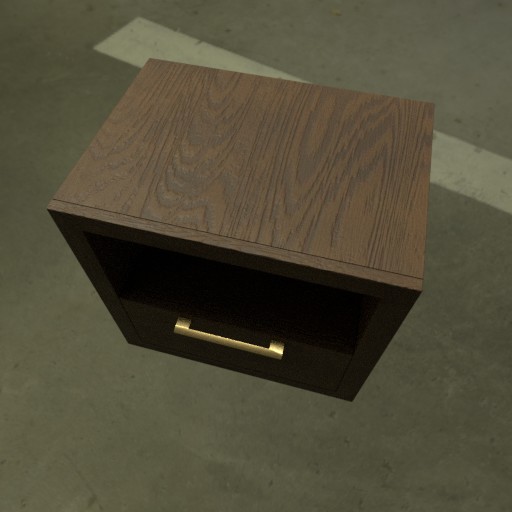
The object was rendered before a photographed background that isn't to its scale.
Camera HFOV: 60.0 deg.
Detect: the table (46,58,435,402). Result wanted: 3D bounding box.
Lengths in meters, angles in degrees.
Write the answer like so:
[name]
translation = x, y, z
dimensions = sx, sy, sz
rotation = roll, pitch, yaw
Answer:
[table]
translation = 0.000, 0.000, 0.974
dimensions = 0.560, 0.585, 0.439
rotation = 12, 57, 8
